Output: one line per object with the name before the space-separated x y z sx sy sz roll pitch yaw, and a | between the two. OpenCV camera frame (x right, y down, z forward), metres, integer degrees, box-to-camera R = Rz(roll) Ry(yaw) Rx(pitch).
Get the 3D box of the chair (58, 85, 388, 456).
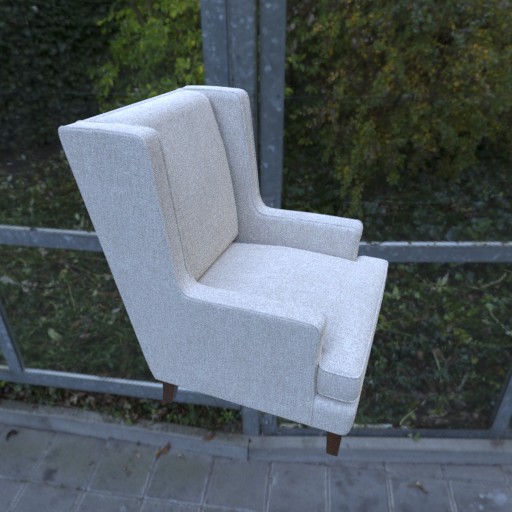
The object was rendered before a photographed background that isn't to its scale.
chair | 0.000 0.000 1.690 0.948 1.082 0.764 11 32 18
